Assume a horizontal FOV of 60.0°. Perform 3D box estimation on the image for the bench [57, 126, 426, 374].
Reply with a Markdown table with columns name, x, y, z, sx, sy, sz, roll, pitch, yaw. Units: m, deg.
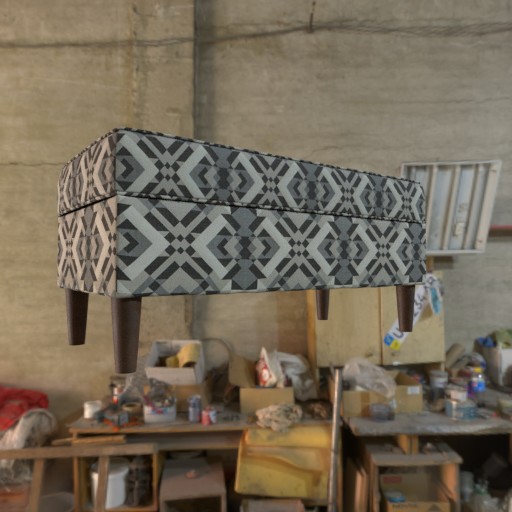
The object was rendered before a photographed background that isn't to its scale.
| name | x | y | z | sx | sy | sz | roll | pitch | yaw |
| --- | --- | --- | --- | --- | --- | --- | --- | --- | --- |
| bench | 0.000 | 0.000 | 1.307 | 1.016 | 0.477 | 0.492 | 1 | -1 | -36 |
